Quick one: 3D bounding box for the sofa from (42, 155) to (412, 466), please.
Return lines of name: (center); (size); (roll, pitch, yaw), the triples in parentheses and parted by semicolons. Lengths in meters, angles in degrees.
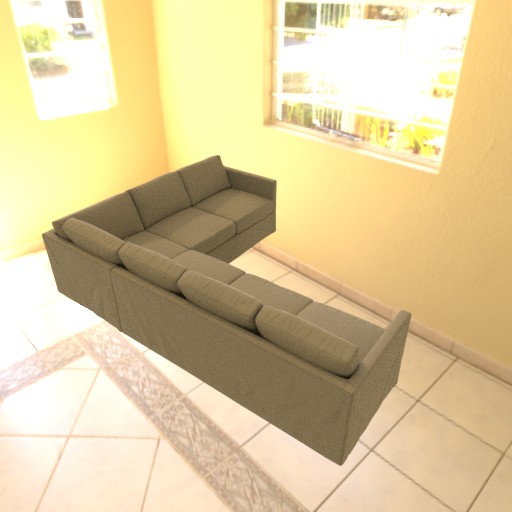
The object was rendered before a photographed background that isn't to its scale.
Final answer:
sofa: (0.000, 0.000, 4.235); (3.182, 0.871, 2.432); (21, 37, 31)
